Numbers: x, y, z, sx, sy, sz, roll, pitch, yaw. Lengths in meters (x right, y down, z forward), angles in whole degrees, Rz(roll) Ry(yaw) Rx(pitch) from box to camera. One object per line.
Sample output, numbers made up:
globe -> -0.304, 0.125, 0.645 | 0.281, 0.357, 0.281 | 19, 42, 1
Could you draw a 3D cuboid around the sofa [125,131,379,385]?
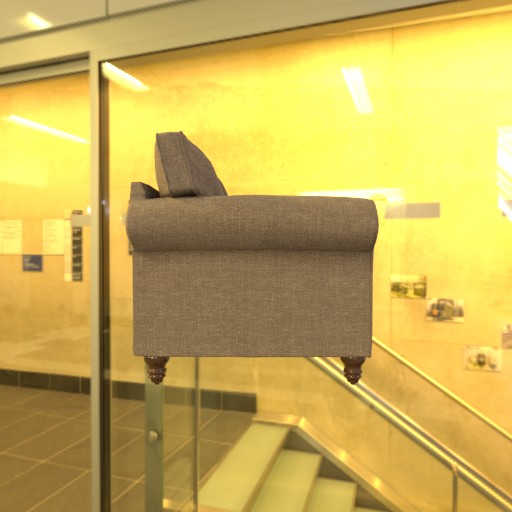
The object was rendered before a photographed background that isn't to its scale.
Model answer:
sofa -> 0.000, 0.000, 2.583 | 0.916, 0.961, 2.084 | 0, 1, 0
